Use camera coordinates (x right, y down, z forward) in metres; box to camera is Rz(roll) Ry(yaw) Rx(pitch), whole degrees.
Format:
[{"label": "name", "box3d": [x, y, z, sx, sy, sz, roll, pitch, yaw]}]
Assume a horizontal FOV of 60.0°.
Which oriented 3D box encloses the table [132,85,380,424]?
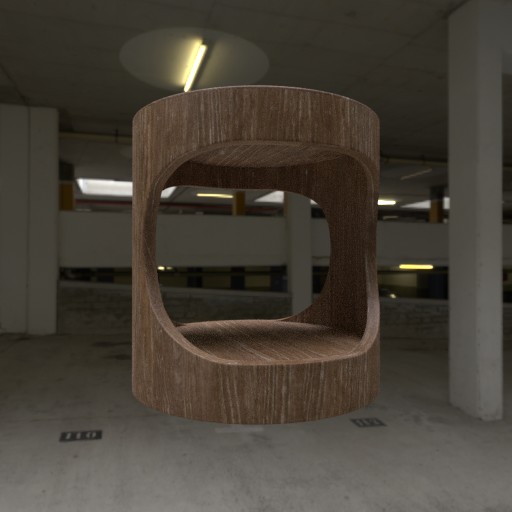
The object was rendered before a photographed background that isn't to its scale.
[{"label": "table", "box3d": [0.000, 0.000, 0.981, 0.527, 0.551, 0.527, 0, 0, 0]}]
